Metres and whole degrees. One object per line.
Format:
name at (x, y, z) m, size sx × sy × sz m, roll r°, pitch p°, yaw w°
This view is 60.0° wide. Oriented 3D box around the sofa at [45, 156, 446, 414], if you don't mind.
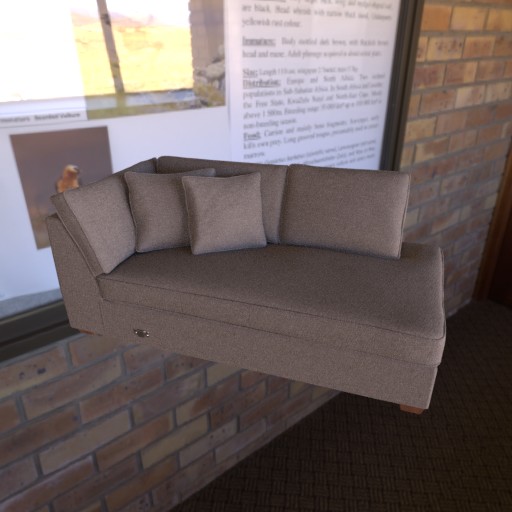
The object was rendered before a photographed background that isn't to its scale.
sofa at (0.000, 0.000, 2.789) m, size 2.237 × 1.033 × 1.110 m, roll 9°, pitch 27°, yaw 17°
